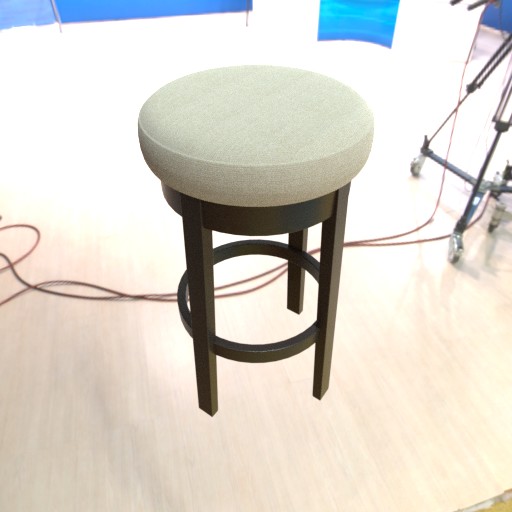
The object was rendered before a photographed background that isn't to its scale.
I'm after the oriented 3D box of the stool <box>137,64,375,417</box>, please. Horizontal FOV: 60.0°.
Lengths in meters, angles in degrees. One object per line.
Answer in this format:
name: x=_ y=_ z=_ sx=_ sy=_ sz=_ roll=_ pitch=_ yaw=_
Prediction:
stool: x=0.000 y=0.000 z=1.029 sx=0.446 sy=0.758 sz=0.446 roll=0 pitch=41 yaw=0
